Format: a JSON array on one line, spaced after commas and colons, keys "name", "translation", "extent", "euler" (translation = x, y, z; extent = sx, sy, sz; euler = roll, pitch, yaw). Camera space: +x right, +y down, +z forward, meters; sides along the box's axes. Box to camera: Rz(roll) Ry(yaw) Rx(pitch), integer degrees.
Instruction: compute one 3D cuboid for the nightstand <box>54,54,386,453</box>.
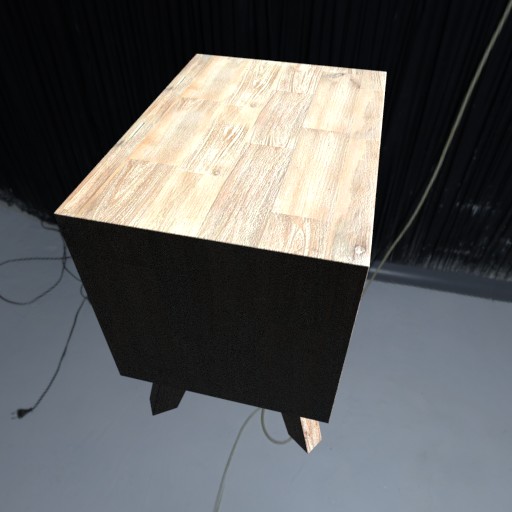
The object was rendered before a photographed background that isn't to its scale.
[{"name": "nightstand", "translation": [0.000, 0.000, 0.927], "extent": [0.396, 0.589, 0.552], "euler": [10, 46, 10]}]
